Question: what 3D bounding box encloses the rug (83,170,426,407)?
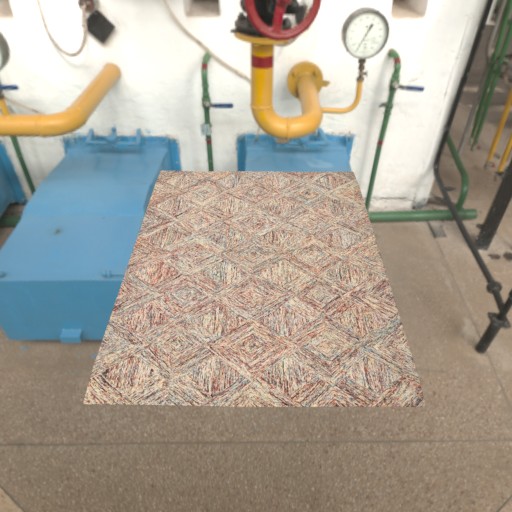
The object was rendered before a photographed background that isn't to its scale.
[{"bbox_3d":[0.000,0.000,4.315,2.436,0.024,3.226,0,41,0],"label":"rug"}]
